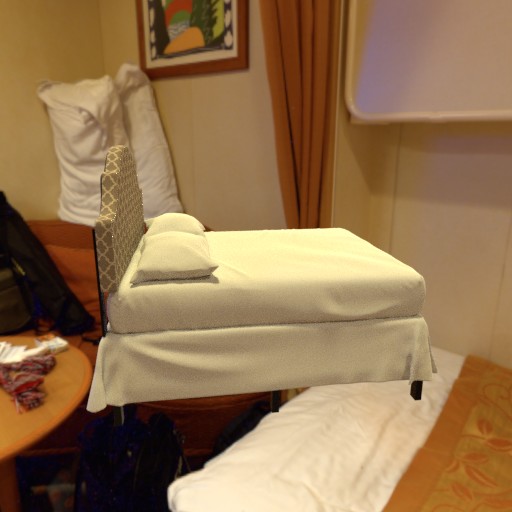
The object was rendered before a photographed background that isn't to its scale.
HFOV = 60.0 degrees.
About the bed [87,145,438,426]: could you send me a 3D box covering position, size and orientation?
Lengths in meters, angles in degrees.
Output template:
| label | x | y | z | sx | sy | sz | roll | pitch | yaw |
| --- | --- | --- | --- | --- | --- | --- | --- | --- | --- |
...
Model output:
| label | x | y | z | sx | sy | sz | roll | pitch | yaw |
| --- | --- | --- | --- | --- | --- | --- | --- | --- | --- |
| bed | 0.000 | 0.000 | 3.358 | 2.222 | 1.633 | 1.780 | -2 | 15 | -8 |
